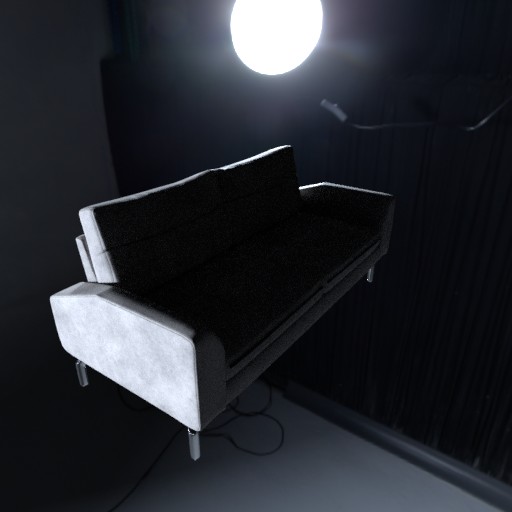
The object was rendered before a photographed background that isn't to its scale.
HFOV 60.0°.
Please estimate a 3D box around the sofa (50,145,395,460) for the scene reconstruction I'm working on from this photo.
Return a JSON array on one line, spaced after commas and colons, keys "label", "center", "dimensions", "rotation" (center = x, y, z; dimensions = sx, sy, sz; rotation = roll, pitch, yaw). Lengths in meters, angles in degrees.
[{"label": "sofa", "center": [0.000, 0.000, 2.338], "dimensions": [0.849, 0.859, 1.837], "rotation": [17, 30, 31]}]
